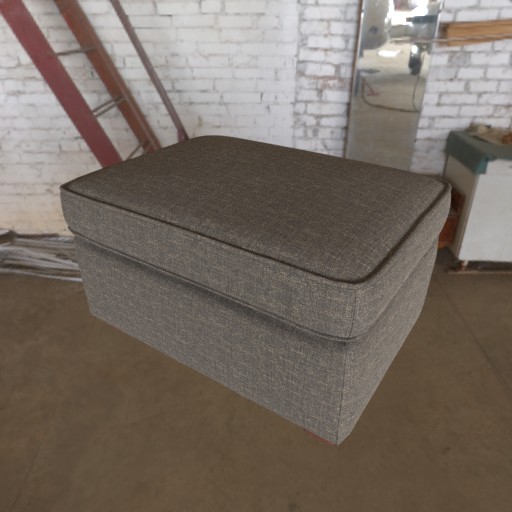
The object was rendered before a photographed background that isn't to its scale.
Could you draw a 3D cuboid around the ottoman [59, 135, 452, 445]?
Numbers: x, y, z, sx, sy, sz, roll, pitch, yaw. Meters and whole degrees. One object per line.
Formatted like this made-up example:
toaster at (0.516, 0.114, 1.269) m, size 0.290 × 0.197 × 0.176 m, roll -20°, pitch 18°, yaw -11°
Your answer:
ottoman at (0.000, 0.000, 1.077) m, size 0.749 × 0.450 × 0.549 m, roll 19°, pitch 35°, yaw 29°
